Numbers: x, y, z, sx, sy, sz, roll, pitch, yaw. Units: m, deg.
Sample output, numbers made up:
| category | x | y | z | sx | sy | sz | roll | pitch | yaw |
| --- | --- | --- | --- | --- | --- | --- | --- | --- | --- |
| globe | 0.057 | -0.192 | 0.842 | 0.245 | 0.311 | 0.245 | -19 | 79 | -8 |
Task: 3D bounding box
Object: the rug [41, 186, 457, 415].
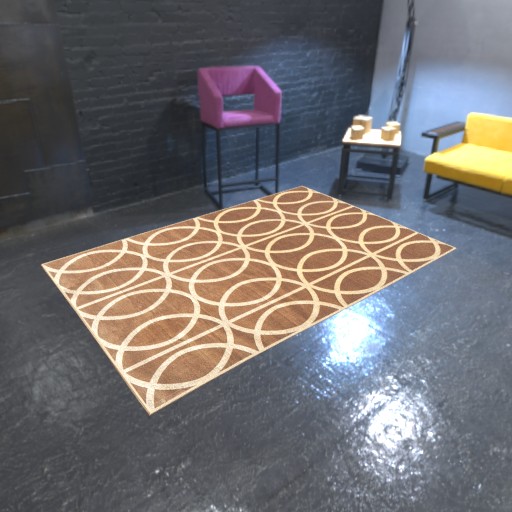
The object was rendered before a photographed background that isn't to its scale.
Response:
| category | x | y | z | sx | sy | sz | roll | pitch | yaw |
| --- | --- | --- | --- | --- | --- | --- | --- | --- | --- |
| rug | 0.000 | 0.000 | 2.917 | 2.294 | 0.014 | 1.528 | -21 | 36 | -33 |
